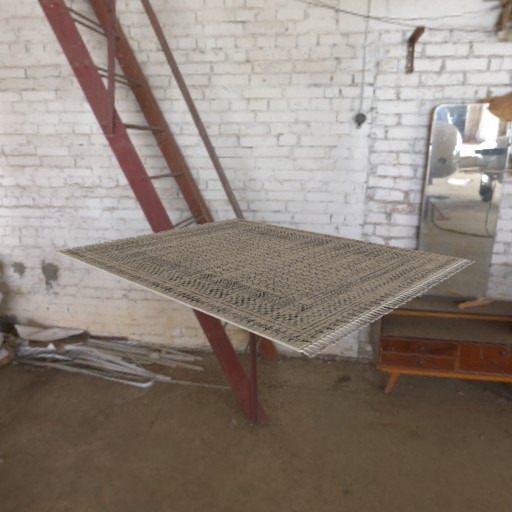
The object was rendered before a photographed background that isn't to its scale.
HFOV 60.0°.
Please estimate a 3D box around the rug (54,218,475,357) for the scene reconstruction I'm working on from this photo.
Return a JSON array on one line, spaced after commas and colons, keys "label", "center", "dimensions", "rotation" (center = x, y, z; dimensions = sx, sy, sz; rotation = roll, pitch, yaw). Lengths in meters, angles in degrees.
[{"label": "rug", "center": [0.000, 0.000, 3.893], "dimensions": [2.940, 0.013, 2.312], "rotation": [14, 21, 41]}]
